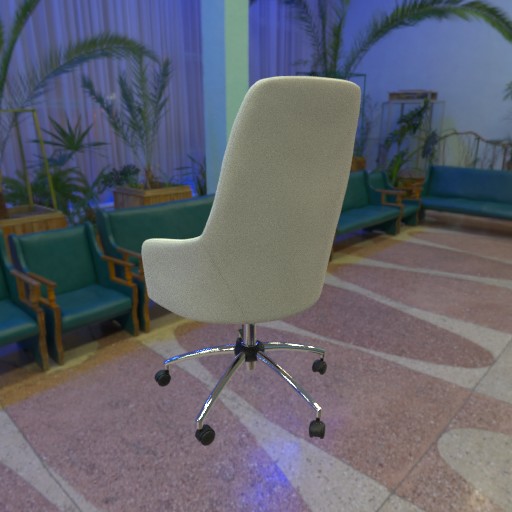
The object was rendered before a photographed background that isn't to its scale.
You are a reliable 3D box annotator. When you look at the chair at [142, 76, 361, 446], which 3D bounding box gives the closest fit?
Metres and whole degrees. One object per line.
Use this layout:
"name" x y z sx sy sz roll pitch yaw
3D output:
"chair" 0.000 0.000 1.445 0.620 1.049 0.640 -16 23 -42
